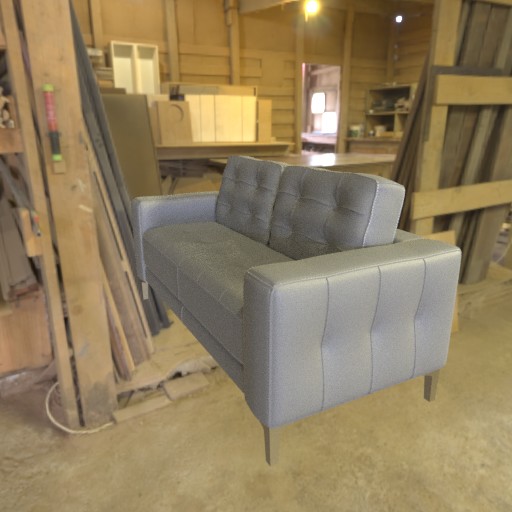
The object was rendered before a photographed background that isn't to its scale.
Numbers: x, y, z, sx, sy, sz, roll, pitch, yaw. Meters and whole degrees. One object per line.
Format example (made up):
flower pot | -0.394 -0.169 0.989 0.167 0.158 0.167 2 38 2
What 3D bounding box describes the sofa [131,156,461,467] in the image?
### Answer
sofa | 0.000 0.000 2.190 0.833 0.893 1.726 -9 19 -27
